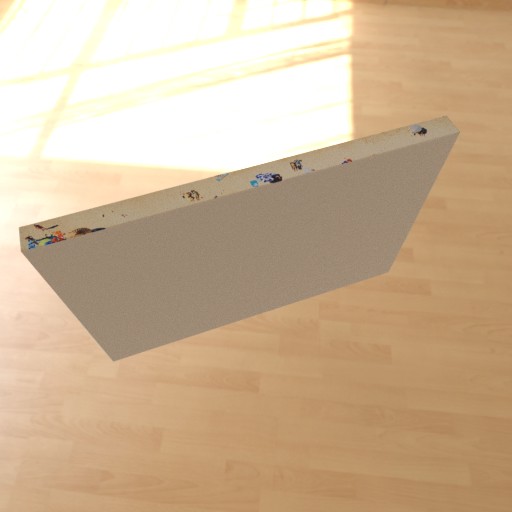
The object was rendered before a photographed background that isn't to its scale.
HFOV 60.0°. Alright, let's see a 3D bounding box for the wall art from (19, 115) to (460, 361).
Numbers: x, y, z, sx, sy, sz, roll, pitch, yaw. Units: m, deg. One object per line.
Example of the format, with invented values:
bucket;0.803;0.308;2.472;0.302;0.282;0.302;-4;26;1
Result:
wall art;0.000;0.000;1.120;0.894;0.595;0.057;-17;60;-10
